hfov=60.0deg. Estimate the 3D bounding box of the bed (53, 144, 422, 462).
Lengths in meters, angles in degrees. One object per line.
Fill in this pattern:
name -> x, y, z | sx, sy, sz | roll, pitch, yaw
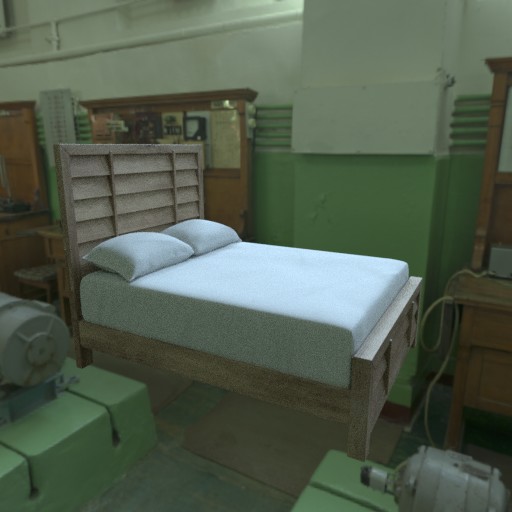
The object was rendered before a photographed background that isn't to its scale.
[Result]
bed -> 0.000, 0.000, 3.326 | 2.197, 1.626, 1.626 | 7, 16, 28
